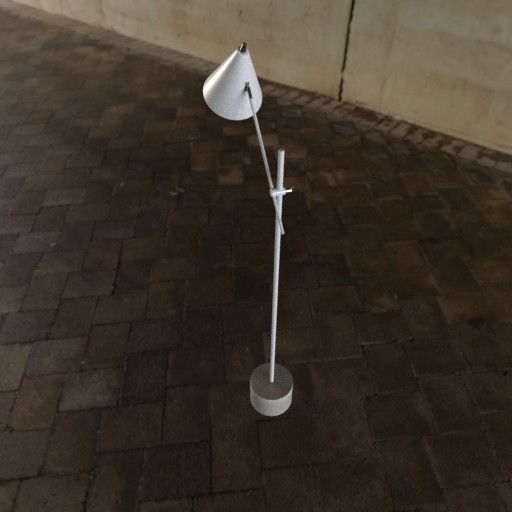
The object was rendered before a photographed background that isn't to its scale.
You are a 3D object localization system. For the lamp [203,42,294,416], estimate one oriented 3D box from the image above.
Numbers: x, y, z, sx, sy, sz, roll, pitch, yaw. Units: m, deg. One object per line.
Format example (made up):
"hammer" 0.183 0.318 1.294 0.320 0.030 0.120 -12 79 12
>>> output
"lamp" 0.000 0.000 1.619 0.223 1.430 0.508 -12 43 -13
